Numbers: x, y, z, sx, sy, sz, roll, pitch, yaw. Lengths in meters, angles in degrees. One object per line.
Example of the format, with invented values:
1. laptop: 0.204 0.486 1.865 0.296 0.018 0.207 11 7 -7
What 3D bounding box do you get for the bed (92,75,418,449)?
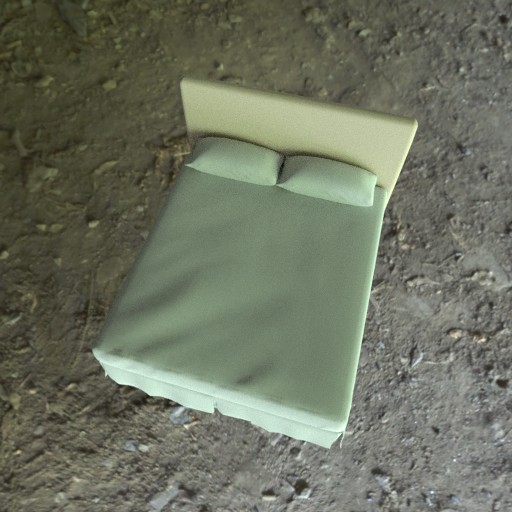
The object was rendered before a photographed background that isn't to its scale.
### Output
1. bed: 0.000 0.000 3.329 1.884 1.330 2.142 14 59 8
